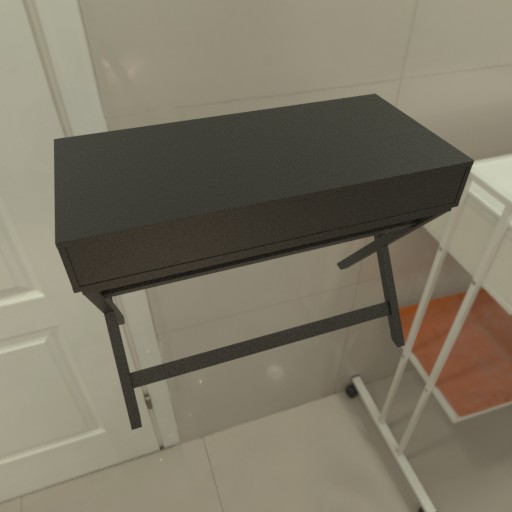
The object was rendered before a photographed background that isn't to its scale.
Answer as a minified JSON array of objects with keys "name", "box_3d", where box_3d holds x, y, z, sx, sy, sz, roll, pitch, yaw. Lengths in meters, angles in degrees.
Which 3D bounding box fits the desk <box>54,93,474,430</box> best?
[{"name":"desk","box_3d":[0.000,0.000,1.483,1.057,0.780,0.504,-13,42,-15]}]
